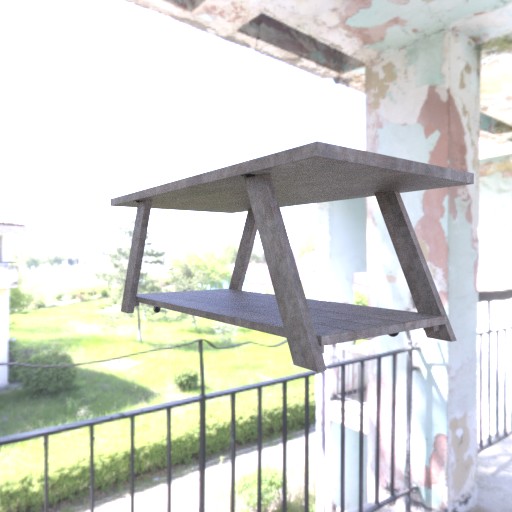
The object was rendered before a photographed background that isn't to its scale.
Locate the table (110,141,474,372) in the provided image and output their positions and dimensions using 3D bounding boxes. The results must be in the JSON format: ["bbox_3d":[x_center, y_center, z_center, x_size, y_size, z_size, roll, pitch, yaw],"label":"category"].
[{"bbox_3d":[0.000,0.000,1.547,0.610,0.470,1.219,-1,1,-37],"label":"table"}]
